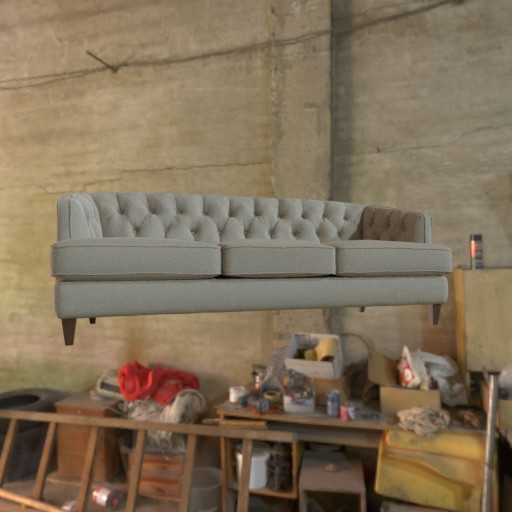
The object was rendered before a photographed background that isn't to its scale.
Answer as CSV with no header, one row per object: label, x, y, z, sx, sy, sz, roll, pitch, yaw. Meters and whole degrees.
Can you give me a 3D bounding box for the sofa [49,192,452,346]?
sofa,0.000,0.000,2.778,2.278,0.855,0.941,0,0,-18
